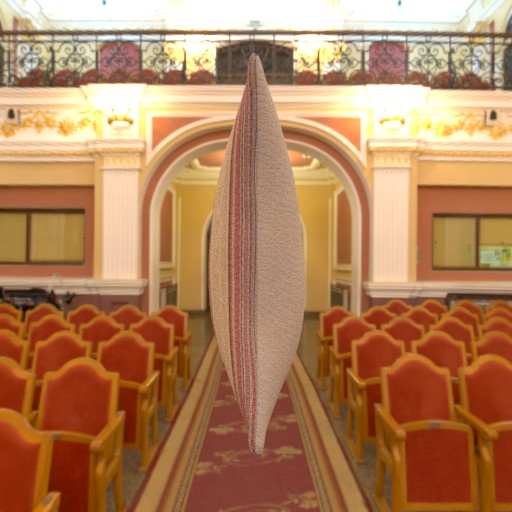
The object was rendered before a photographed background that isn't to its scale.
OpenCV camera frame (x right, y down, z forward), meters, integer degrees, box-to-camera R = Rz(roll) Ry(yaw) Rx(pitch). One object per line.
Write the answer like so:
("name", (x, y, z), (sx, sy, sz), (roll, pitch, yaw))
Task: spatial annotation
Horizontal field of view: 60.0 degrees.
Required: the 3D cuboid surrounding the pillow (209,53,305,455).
("pillow", (0.000, 0.000, 0.667), (0.136, 0.419, 0.437), (0, -1, 0))
